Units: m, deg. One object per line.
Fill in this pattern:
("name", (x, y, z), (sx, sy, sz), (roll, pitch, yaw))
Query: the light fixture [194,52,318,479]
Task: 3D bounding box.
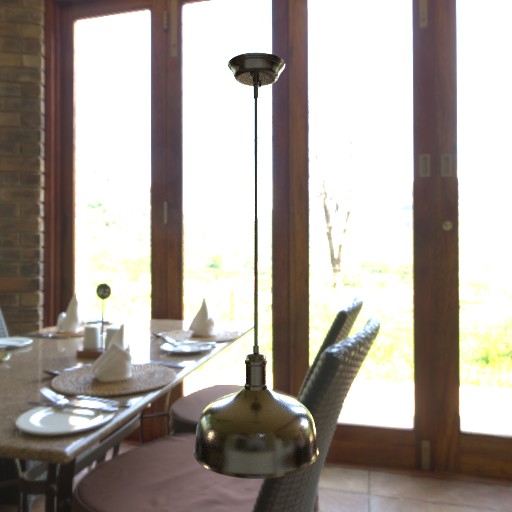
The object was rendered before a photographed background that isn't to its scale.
("light fixture", (0.000, 0.000, 1.082), (0.299, 0.935, 0.299), (0, -1, 17))
